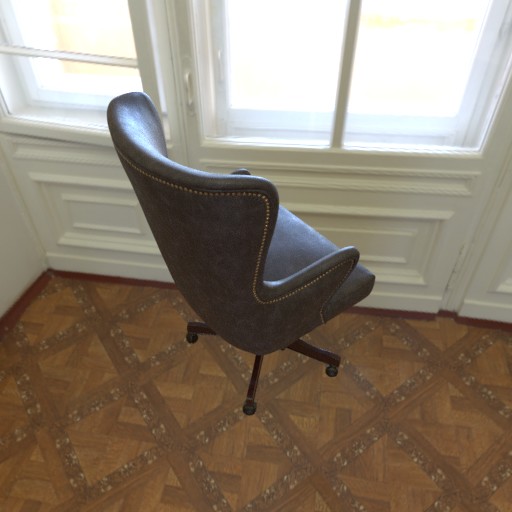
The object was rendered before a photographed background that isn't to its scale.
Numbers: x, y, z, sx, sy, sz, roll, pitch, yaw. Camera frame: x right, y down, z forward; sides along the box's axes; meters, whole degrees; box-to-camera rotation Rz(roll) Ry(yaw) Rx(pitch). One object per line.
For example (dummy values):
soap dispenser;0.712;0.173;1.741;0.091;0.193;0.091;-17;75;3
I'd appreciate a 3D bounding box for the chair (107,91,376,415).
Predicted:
chair;0.000;0.000;1.459;0.717;1.037;0.594;-27;48;-26
